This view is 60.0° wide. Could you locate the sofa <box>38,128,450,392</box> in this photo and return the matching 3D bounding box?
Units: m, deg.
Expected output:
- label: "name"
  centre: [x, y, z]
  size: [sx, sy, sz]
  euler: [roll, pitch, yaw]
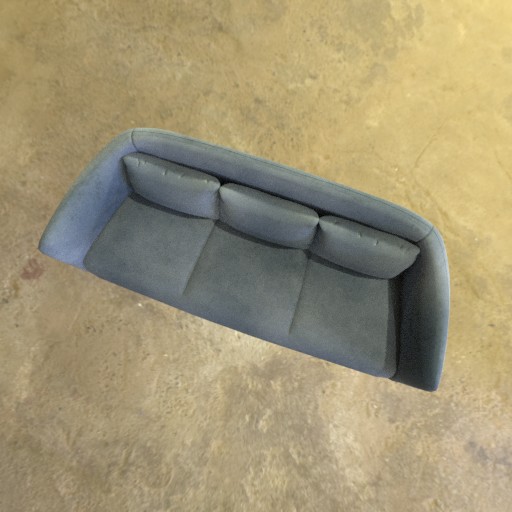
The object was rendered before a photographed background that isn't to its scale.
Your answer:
- label: "sofa"
  centre: [0.000, 0.000, 2.524]
  size: [2.095, 0.795, 0.849]
  euler: [19, 76, 5]
